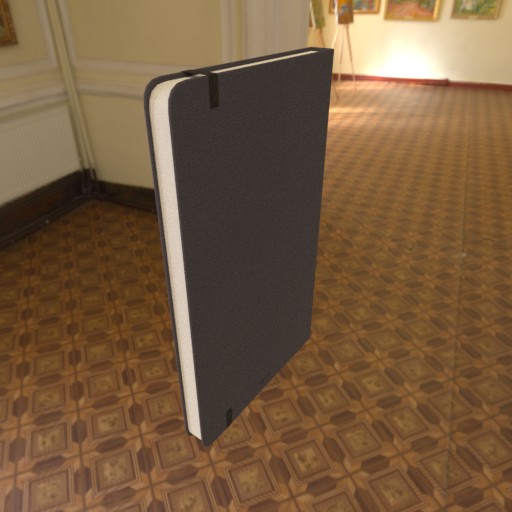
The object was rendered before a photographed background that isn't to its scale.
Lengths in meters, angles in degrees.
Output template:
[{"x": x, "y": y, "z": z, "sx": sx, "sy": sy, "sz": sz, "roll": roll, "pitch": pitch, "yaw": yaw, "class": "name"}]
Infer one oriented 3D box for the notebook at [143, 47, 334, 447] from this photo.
[{"x": 0.000, "y": 0.000, "z": 0.261, "sx": 0.016, "sy": 0.213, "sz": 0.127, "roll": 21, "pitch": 37, "yaw": 30, "class": "notebook"}]
